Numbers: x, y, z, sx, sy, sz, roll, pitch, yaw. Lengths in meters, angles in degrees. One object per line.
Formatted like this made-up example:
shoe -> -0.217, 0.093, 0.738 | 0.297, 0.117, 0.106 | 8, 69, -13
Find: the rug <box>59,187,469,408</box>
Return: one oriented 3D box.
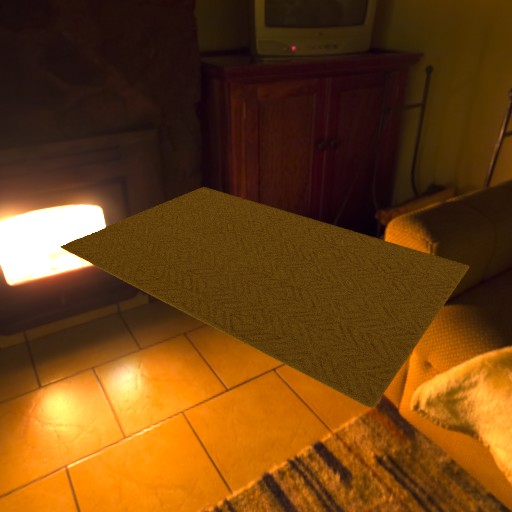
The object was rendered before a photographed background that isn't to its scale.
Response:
rug -> 0.000, 0.000, 3.083 | 2.438, 0.008, 1.523 | 21, 35, 32
